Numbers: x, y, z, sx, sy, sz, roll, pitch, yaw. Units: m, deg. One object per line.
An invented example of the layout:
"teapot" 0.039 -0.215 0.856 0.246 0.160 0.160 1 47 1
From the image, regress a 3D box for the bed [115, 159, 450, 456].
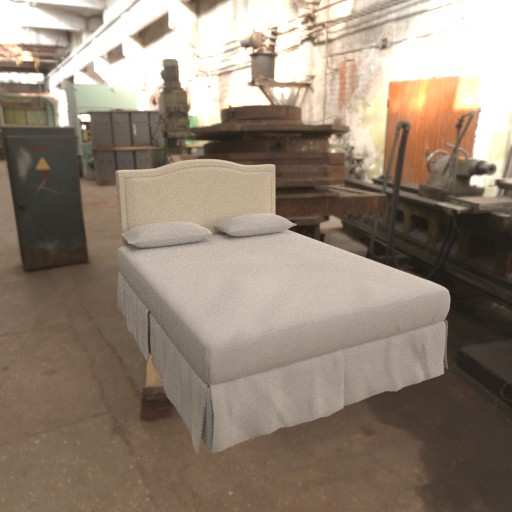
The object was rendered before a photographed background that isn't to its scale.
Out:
"bed" 0.000 0.000 3.665 1.977 1.437 2.477 -8 18 -27
